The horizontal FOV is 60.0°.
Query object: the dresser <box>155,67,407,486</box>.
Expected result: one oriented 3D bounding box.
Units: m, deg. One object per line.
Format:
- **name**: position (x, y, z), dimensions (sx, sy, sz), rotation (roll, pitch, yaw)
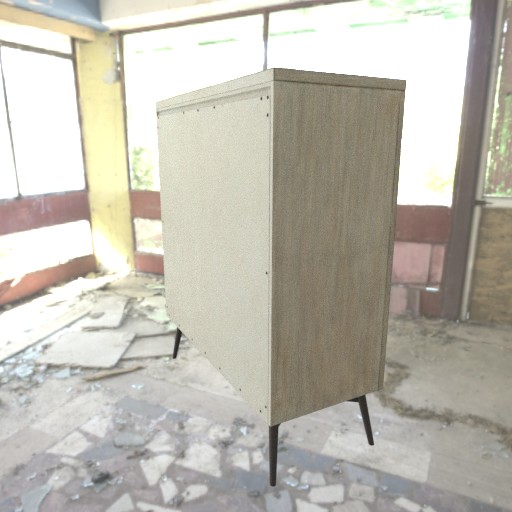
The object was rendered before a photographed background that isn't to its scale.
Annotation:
- **dresser**: position (0.000, 0.000, 1.756), dimensions (0.457, 1.219, 1.016), rotation (-7, 16, -28)
